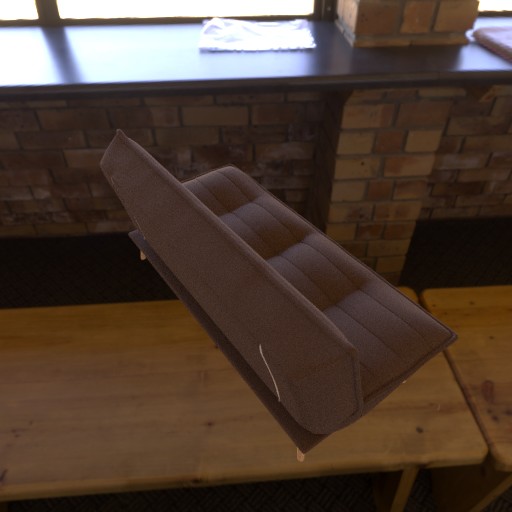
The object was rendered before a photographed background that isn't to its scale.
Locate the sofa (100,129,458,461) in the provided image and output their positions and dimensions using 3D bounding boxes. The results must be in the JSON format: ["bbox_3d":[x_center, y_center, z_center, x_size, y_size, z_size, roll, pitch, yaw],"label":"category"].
[{"bbox_3d":[0.000,0.000,2.404,0.950,0.890,1.940,-25,48,-26],"label":"sofa"}]
